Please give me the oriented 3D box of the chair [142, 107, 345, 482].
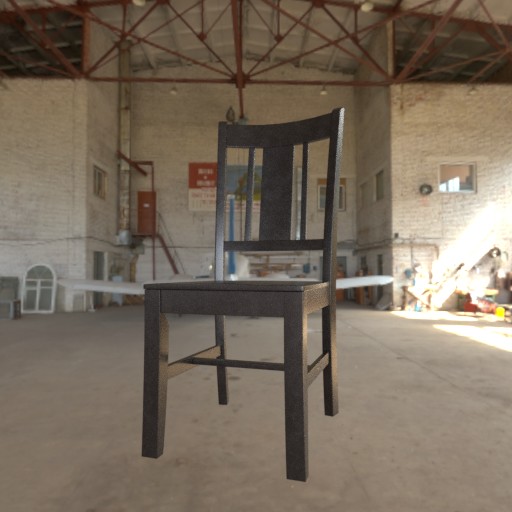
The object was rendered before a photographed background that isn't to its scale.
[{"bbox_3d":[0.000,0.000,1.291,0.450,0.998,0.555,-1,-2,19],"label":"chair"}]
